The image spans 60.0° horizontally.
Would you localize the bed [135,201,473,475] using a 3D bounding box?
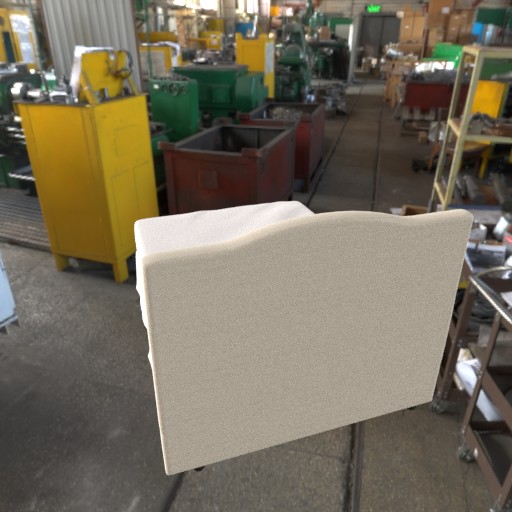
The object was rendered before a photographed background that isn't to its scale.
[{"bbox_3d":[0.000,0.000,3.241,1.741,1.449,2.196,-9,28,-16],"label":"bed"}]
